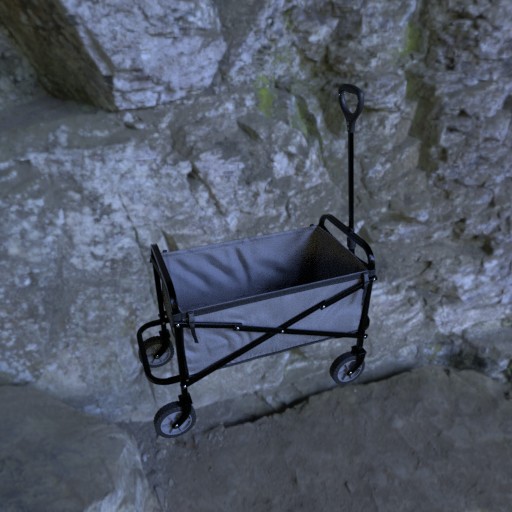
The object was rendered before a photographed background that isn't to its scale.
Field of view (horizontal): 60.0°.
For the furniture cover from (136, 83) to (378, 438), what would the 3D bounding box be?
[{"bbox_3d":[0.000,0.000,1.828,1.038,1.295,0.532,-11,32,-18],"label":"furniture cover"}]
